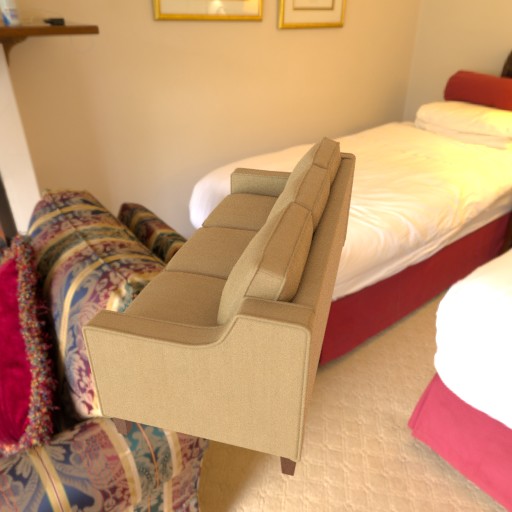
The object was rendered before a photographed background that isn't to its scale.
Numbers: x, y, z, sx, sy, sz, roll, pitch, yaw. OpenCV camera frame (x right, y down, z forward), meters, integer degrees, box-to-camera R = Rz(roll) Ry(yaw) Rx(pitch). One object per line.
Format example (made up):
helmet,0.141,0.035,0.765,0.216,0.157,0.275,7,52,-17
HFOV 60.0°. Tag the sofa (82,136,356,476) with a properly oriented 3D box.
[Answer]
sofa,0.000,0.000,2.526,0.911,0.974,1.986,8,30,13
